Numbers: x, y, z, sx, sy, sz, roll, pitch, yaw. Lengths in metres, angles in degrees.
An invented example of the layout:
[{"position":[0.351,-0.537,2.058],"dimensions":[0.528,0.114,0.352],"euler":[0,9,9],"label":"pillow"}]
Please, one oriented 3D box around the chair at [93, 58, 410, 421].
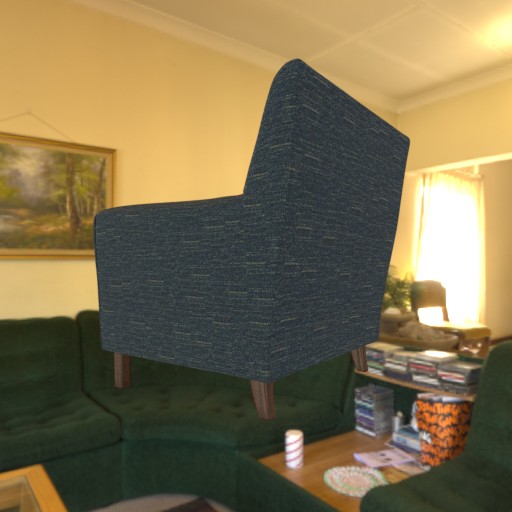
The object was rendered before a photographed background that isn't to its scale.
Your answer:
[{"position":[0.000,0.000,1.632],"dimensions":[0.873,0.928,0.864],"euler":[-1,-1,36],"label":"chair"}]
